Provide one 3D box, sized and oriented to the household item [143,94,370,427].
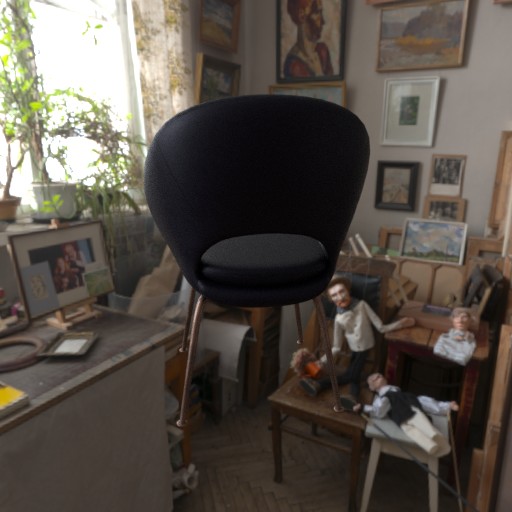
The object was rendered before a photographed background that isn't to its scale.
[{"bbox_3d":[0.000,0.000,1.312,0.623,0.852,0.573,-2,15,-8],"label":"household item"}]
